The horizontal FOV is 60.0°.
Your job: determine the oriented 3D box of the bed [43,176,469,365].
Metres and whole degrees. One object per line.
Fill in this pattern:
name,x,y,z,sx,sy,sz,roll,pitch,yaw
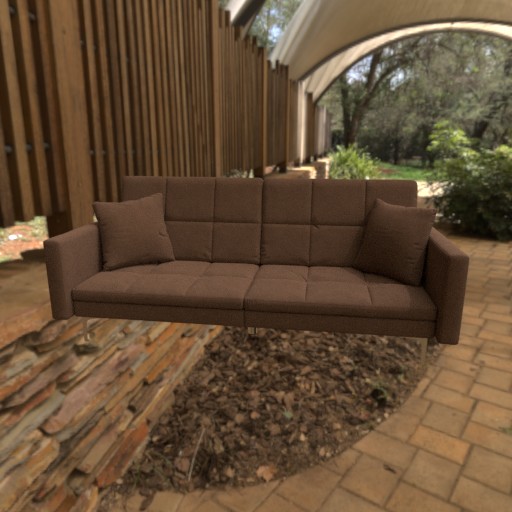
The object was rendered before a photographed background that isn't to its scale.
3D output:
bed,0.000,0.000,2.399,1.905,0.787,0.889,2,15,8
